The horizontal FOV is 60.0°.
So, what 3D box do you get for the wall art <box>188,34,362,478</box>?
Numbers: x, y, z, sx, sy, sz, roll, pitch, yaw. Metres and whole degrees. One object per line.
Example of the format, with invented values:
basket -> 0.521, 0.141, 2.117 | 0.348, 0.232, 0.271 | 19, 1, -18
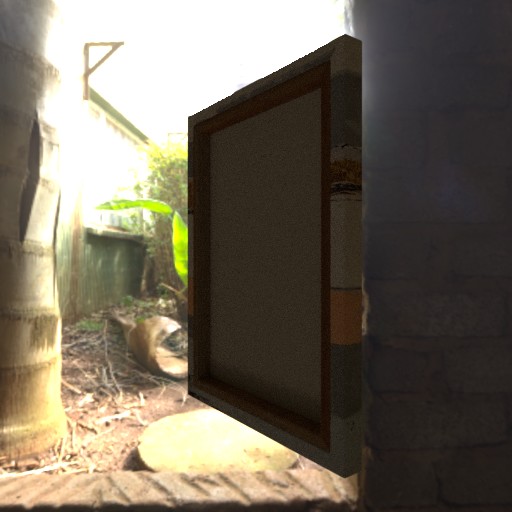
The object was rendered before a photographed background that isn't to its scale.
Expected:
wall art -> 0.000, 0.000, 0.798 | 0.038, 0.609, 0.456 | 0, 0, -37
